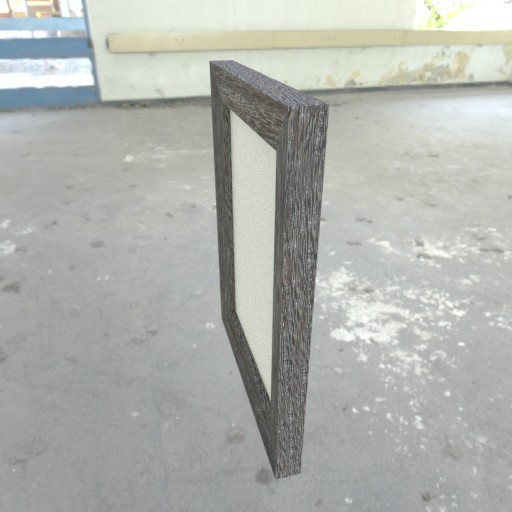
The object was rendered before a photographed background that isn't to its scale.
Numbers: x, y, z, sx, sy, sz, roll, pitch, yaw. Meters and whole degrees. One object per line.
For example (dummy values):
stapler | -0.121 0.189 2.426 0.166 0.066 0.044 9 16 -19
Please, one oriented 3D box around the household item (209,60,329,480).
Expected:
household item | 0.000 0.000 0.277 0.020 0.210 0.160 -8 30 -13
